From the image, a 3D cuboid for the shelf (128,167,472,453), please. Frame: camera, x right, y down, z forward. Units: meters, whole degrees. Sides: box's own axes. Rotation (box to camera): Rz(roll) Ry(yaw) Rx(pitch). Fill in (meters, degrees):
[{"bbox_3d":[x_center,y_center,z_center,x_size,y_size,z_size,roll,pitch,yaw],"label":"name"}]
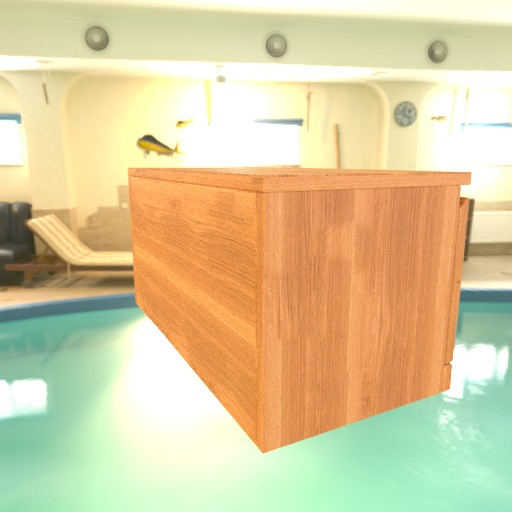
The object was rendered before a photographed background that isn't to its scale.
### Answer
[{"bbox_3d":[0.000,0.000,1.040,0.400,0.400,0.800,-6,14,-27],"label":"shelf"}]
